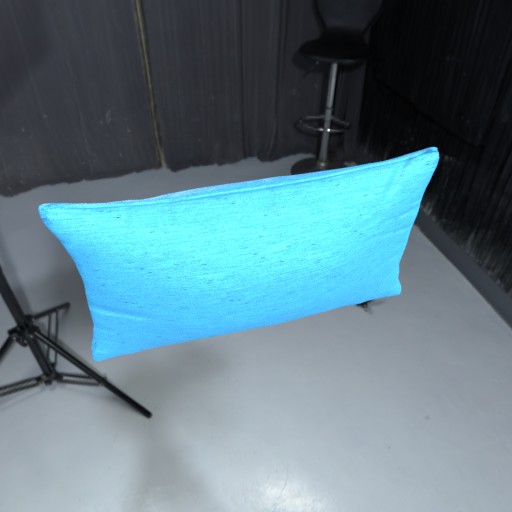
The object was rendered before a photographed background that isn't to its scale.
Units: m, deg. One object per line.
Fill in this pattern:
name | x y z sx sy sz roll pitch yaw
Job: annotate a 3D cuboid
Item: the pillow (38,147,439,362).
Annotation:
pillow | 0.000 0.000 0.785 0.633 0.338 0.210 -11 42 -12
